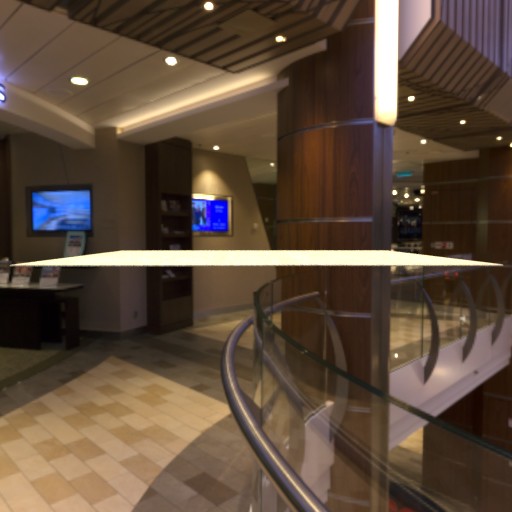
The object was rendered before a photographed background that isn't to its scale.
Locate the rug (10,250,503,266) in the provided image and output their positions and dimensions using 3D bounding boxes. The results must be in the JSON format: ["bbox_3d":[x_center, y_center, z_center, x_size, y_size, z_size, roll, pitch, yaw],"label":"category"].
[{"bbox_3d":[0.000,0.000,4.091,3.201,0.014,2.437,0,3,-1],"label":"rug"}]
